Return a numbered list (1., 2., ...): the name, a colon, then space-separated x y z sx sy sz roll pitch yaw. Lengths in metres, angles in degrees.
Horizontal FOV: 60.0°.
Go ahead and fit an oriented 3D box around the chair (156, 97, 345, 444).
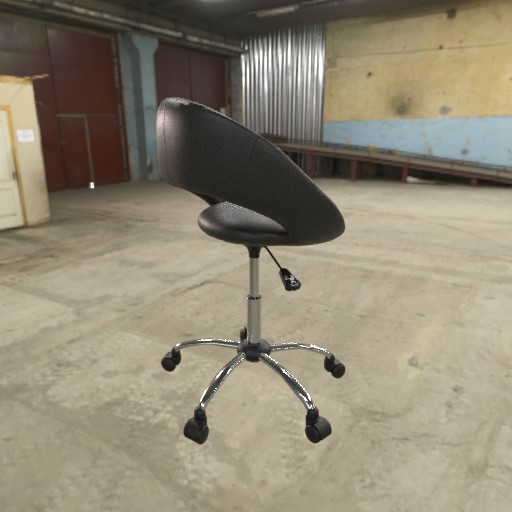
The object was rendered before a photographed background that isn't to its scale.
1. chair: 0.000 0.000 1.198 0.538 0.791 0.612 -8 17 -27
